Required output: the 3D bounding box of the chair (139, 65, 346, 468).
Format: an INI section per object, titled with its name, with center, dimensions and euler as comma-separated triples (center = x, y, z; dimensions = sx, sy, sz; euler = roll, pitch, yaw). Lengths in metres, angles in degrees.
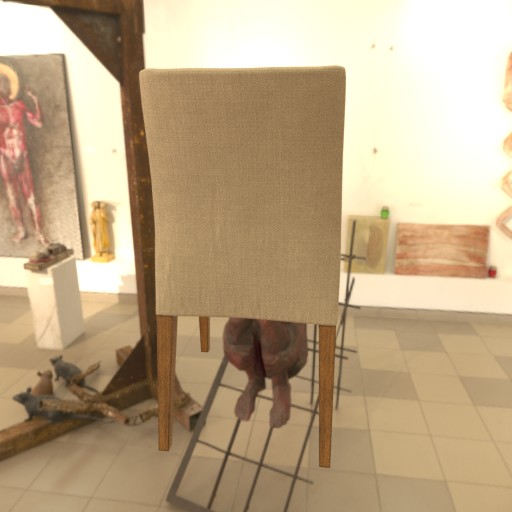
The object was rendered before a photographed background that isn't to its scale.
[chair]
center = 0.000, 0.000, 1.256
dimensions = 0.496, 0.940, 0.585
euler = 2, 17, 8
